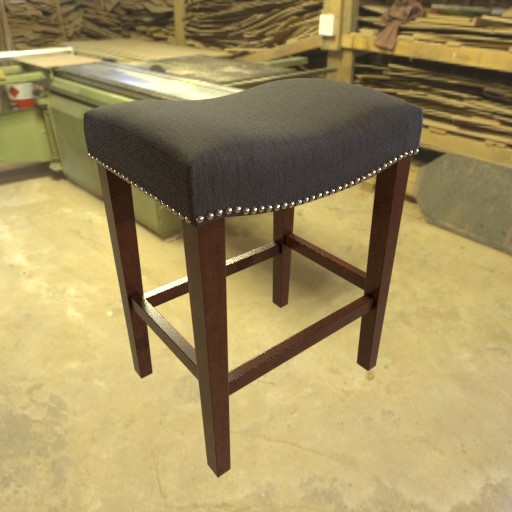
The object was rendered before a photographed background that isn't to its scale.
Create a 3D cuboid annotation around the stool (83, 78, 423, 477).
[{"bbox_3d":[0.000,0.000,0.937,0.504,0.654,0.372,-22,37,-32],"label":"stool"}]
